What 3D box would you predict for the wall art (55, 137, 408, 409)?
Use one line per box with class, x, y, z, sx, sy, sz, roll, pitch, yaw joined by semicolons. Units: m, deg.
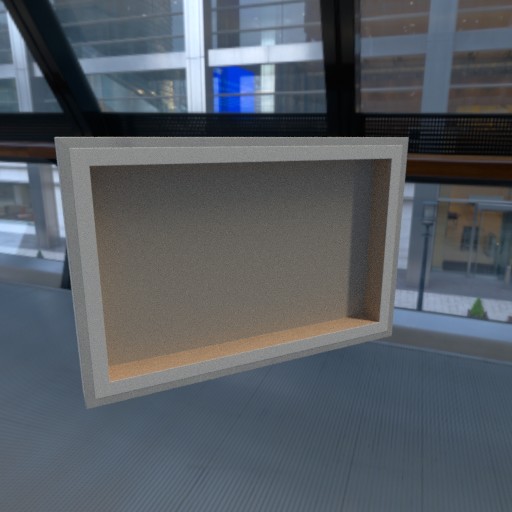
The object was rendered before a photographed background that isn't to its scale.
wall art;0.000;0.000;0.492;0.381;0.254;0.038;-7;16;-25
